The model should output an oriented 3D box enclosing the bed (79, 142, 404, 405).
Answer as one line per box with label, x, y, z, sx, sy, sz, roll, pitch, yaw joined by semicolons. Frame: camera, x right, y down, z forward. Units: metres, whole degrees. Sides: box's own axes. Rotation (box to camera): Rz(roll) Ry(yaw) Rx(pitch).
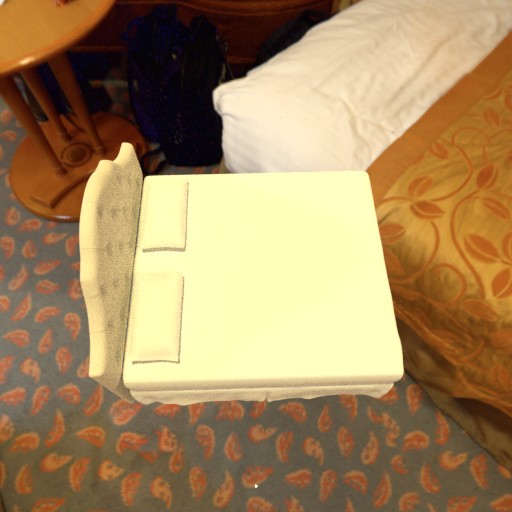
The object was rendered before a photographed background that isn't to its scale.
bed;0.000;0.000;3.542;2.214;1.615;2.008;-1;63;-1
